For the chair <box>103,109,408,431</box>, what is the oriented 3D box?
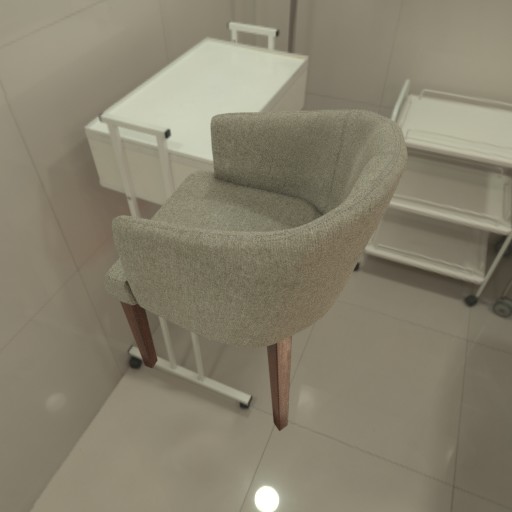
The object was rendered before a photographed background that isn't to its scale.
[{"bbox_3d":[0.000,0.000,1.252,0.655,0.811,0.583,16,48,16],"label":"chair"}]
